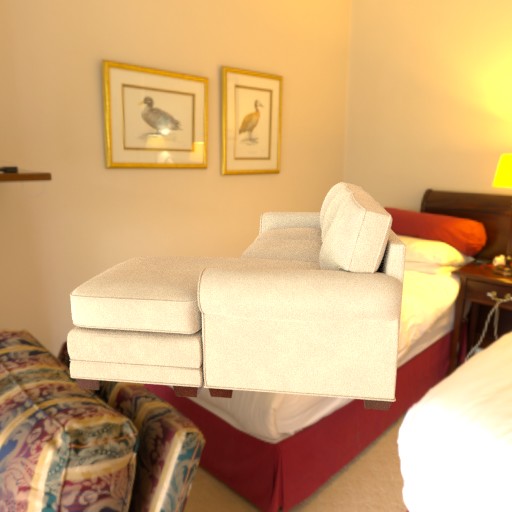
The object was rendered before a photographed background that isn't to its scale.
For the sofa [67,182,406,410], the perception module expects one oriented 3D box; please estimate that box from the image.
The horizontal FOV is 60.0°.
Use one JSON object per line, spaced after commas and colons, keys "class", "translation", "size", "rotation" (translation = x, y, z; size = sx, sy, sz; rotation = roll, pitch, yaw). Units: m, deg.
{"class": "sofa", "translation": [0.000, 0.000, 2.356], "size": [1.226, 0.734, 1.770], "rotation": [2, 13, 8]}
